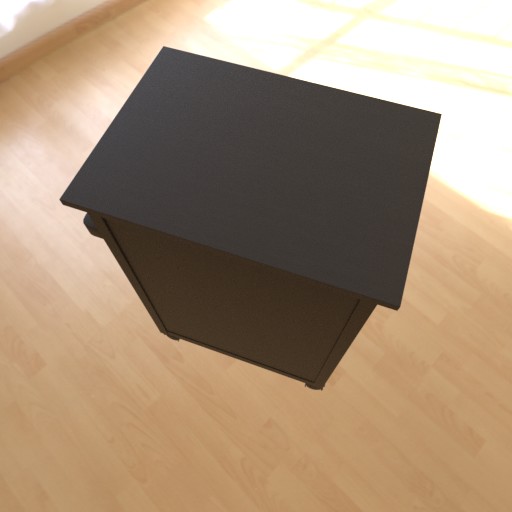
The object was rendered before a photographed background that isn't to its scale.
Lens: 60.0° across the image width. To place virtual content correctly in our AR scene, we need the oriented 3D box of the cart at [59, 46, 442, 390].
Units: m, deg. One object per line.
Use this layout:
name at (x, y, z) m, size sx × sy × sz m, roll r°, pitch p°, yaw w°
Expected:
cart at (0.000, 0.000, 1.262) m, size 0.660 × 0.879 × 0.456 m, roll 17°, pitch 64°, yaw 9°
